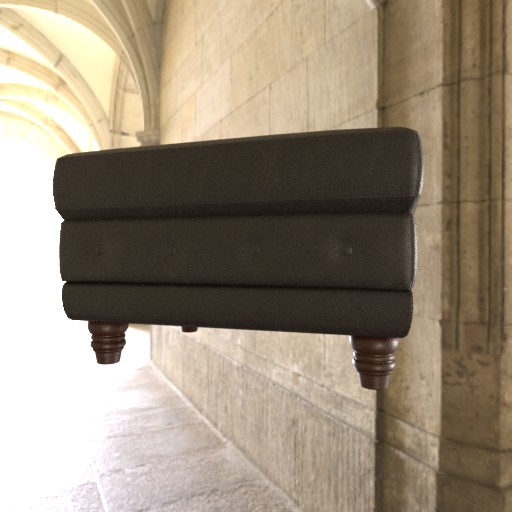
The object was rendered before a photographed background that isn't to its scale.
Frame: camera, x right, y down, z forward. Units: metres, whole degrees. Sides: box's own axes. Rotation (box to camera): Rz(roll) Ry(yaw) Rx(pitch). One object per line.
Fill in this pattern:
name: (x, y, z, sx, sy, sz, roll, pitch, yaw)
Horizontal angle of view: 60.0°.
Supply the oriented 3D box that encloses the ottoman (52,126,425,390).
ottoman: (0.000, 0.000, 1.152, 0.795, 0.498, 0.590, 0, 1, 18)
